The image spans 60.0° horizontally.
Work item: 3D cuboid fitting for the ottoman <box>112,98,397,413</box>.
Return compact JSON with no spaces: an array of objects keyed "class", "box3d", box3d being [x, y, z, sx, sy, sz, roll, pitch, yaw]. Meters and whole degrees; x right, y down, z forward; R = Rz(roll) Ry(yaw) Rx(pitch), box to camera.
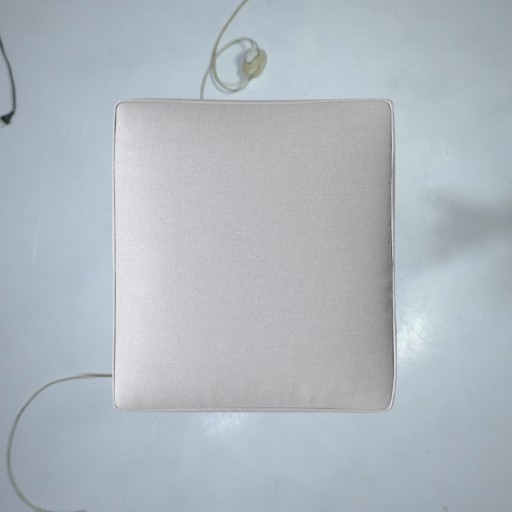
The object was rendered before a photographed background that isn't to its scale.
[{"class":"ottoman","box3d":[0.000,0.000,1.161,0.662,0.505,0.721,0,89,0]}]
